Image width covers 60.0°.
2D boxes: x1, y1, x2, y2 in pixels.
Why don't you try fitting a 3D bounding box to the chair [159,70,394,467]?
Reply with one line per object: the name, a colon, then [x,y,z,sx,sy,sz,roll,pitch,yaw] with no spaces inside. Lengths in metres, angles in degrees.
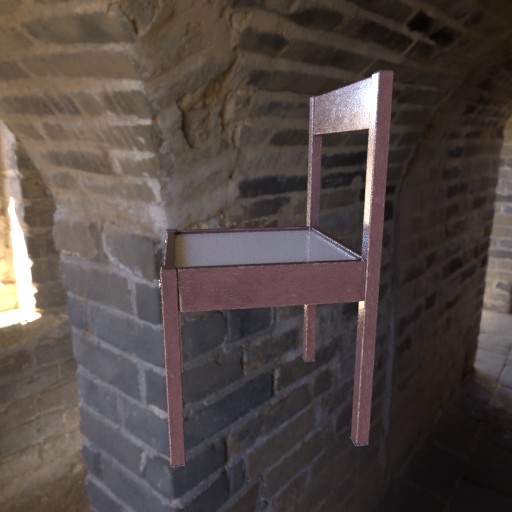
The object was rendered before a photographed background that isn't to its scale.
chair: [0.000,0.000,0.694,0.285,0.505,0.285,-2,14,-9]
